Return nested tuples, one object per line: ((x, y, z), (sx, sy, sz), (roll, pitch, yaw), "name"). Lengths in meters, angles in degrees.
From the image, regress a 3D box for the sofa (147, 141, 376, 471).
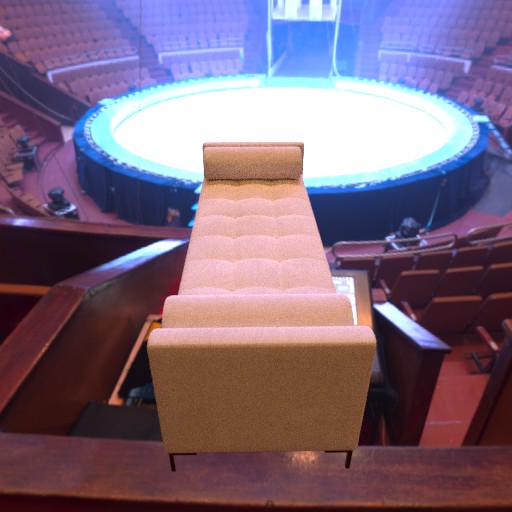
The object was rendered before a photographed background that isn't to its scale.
((0.000, 0.000, 2.294), (0.686, 0.635, 1.981), (-1, 31, -1), "sofa")
